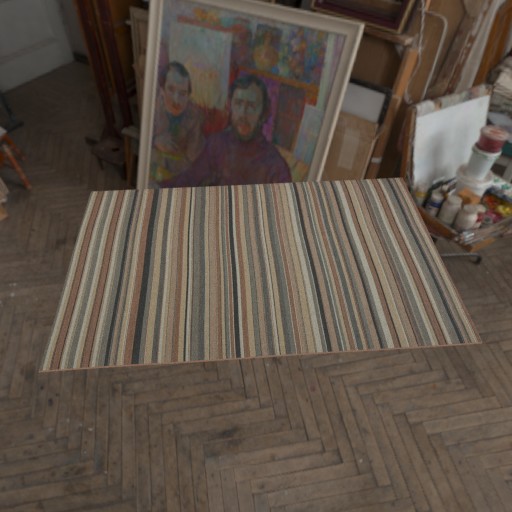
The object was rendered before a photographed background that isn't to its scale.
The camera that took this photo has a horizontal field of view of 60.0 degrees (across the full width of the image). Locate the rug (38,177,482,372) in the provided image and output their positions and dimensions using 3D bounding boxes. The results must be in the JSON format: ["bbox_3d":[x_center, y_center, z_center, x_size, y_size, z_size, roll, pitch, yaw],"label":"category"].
[{"bbox_3d":[0.000,0.000,2.942,2.438,0.014,1.523,-3,47,-3],"label":"rug"}]
